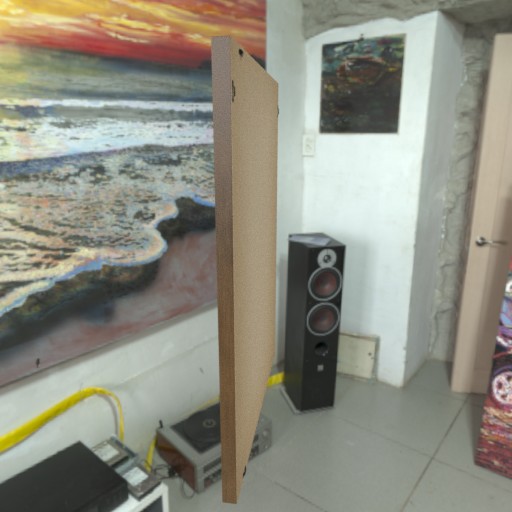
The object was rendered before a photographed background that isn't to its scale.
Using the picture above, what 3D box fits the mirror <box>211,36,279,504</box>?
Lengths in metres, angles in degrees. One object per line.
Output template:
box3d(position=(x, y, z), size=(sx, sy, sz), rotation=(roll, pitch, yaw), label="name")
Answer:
box3d(position=(0.000, 0.000, 1.284), size=(0.040, 1.016, 0.762), rotation=(2, 15, 9), label="mirror")
